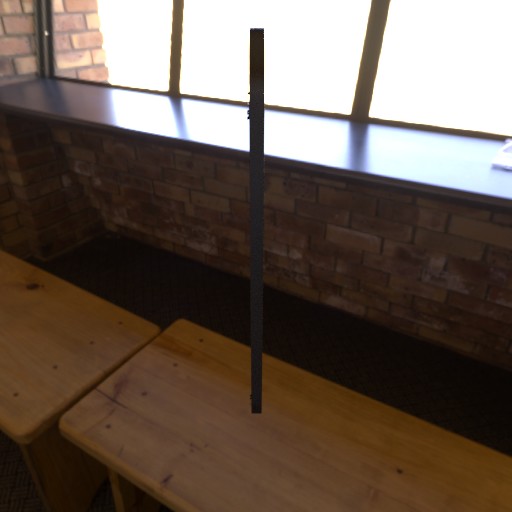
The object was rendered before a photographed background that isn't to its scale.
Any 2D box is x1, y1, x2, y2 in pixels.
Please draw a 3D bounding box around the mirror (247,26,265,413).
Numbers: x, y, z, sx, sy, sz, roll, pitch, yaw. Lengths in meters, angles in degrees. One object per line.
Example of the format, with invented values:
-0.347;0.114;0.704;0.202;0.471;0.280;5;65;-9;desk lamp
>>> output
0.000;0.000;1.077;0.032;0.991;0.222;0;30;0;mirror
